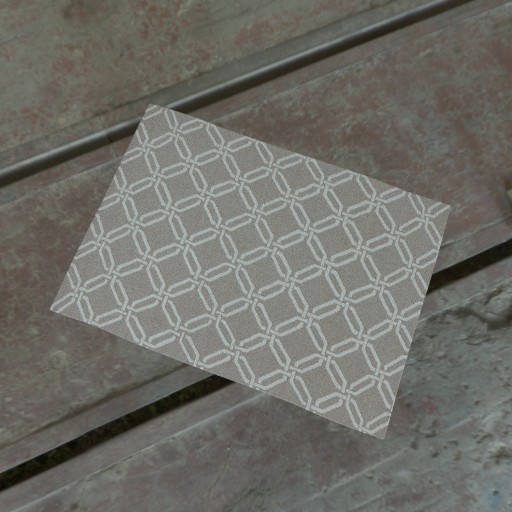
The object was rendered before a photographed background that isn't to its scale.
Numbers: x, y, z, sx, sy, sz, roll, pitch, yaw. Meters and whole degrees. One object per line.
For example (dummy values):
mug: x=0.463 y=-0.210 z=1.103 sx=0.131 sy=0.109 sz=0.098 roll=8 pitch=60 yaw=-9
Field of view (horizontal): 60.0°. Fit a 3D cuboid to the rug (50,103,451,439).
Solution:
rug: x=0.000 y=0.000 z=2.783 sx=2.135 sy=0.013 sz=1.524 roll=20 pitch=77 yaw=5
